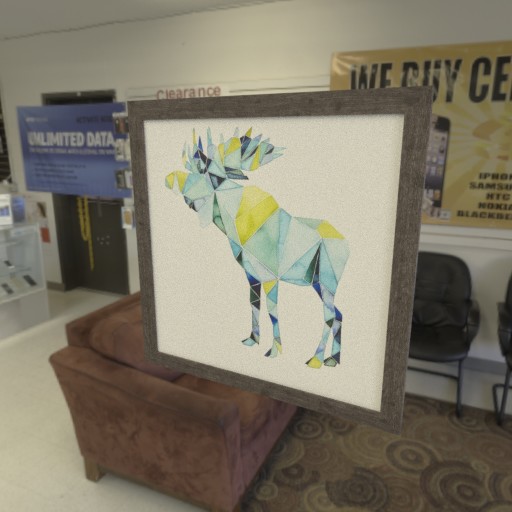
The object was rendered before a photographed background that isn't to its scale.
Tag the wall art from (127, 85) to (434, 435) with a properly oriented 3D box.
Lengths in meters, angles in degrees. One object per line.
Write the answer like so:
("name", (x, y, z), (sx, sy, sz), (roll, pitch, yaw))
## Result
("wall art", (0.000, 0.000, 0.666), (0.457, 0.457, 0.013), (8, 17, 27))
